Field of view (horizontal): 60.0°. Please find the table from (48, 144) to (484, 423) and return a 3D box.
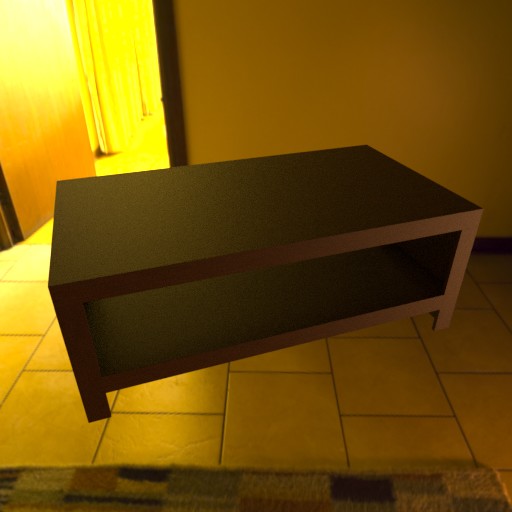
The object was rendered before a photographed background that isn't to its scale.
[{"bbox_3d":[0.000,0.000,1.399,1.099,0.424,0.597,-10,33,-16],"label":"table"}]
